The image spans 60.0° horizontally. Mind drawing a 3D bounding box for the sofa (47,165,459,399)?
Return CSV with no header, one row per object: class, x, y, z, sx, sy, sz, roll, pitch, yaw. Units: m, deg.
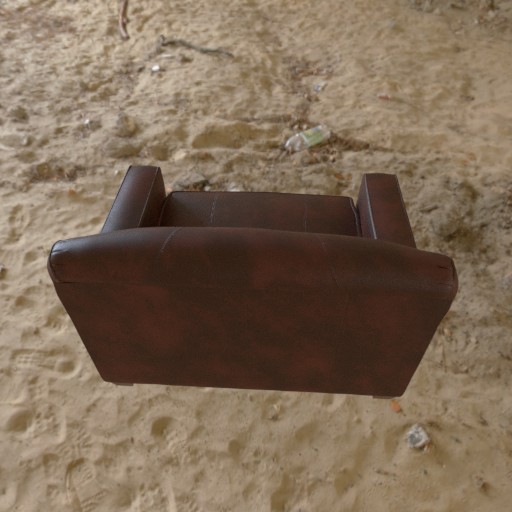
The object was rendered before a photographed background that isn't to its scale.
sofa,0.000,0.000,2.074,1.413,0.956,1.000,2,46,2
